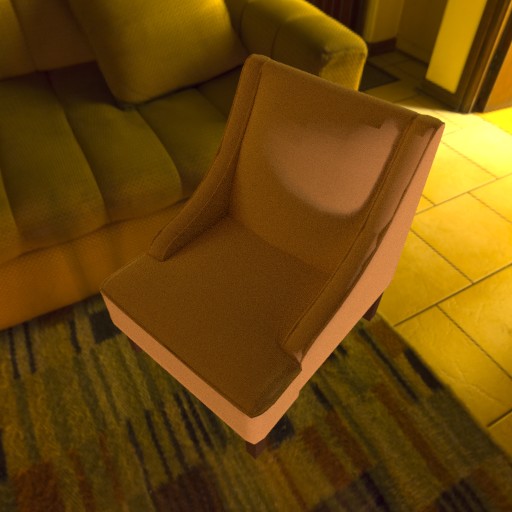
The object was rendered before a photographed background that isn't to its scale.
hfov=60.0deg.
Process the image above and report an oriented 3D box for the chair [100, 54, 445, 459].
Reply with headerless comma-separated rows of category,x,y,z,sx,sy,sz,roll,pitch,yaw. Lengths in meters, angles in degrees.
chair,0.000,0.000,1.437,0.689,0.886,0.806,32,55,26
